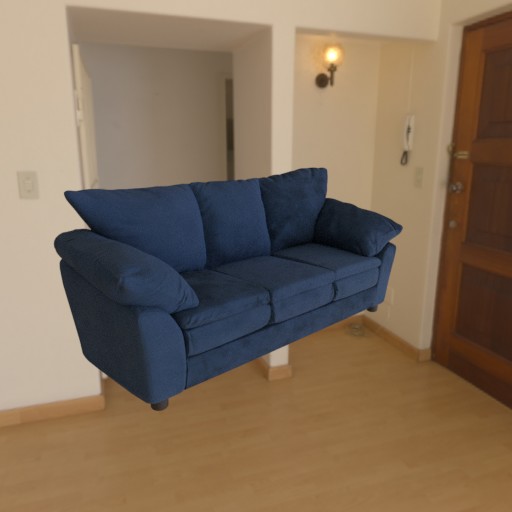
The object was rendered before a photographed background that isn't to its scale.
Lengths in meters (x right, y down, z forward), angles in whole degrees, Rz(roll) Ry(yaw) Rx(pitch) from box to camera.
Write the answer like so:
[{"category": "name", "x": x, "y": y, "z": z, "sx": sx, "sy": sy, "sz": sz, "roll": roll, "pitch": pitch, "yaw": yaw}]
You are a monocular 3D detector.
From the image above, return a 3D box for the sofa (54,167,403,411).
[{"category": "sofa", "x": 0.000, "y": 0.000, "z": 2.942, "sx": 2.390, "sy": 1.091, "sz": 0.907, "roll": -13, "pitch": 19, "yaw": -43}]
